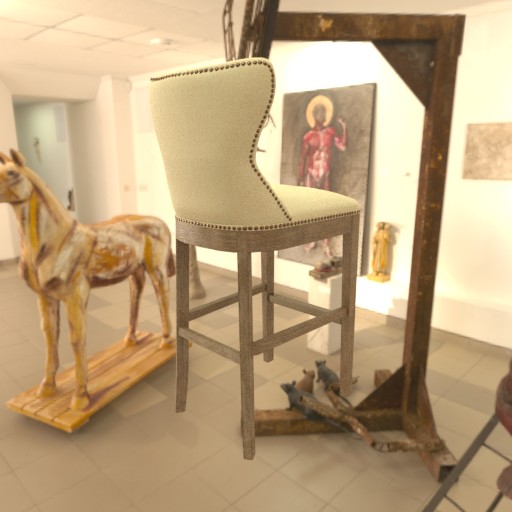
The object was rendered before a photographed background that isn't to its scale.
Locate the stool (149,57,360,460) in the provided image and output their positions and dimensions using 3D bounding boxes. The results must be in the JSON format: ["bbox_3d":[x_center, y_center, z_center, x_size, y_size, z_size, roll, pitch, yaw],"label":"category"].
[{"bbox_3d":[0.000,0.000,1.477,0.494,1.123,0.606,13,19,42],"label":"stool"}]
